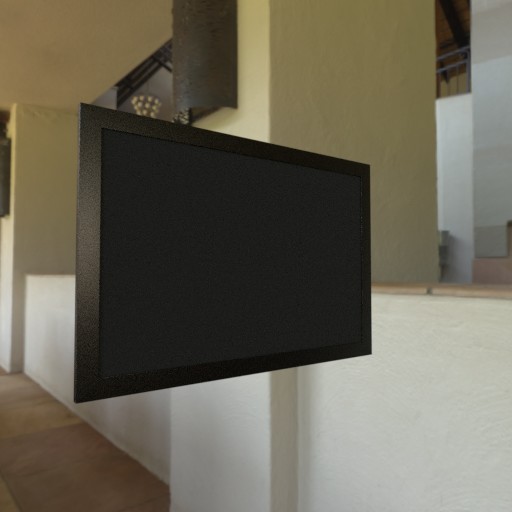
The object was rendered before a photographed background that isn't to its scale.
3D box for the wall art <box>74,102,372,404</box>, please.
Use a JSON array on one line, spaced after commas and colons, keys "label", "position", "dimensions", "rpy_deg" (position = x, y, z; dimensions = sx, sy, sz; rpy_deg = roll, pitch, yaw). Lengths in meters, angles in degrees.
[{"label": "wall art", "position": [0.000, 0.000, 0.855], "dimensions": [0.660, 0.447, 0.013], "rpy_deg": [1, -3, -36]}]
